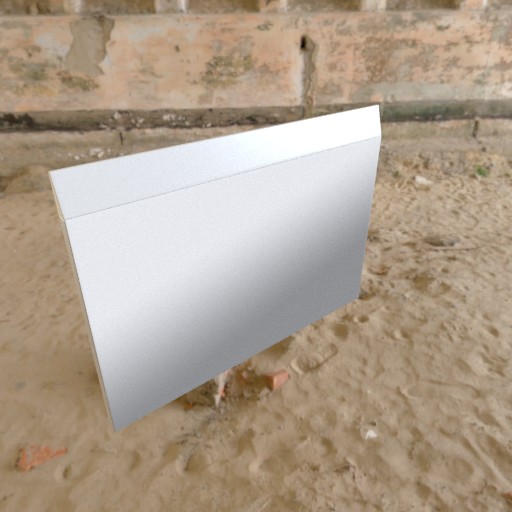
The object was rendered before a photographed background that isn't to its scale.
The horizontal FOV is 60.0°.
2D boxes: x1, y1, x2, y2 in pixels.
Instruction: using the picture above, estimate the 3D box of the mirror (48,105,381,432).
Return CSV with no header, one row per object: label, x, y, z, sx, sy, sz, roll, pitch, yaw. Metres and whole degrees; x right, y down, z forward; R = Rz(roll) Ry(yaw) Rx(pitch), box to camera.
mirror,0.000,0.000,1.126,0.870,0.630,0.030,-22,37,-33
